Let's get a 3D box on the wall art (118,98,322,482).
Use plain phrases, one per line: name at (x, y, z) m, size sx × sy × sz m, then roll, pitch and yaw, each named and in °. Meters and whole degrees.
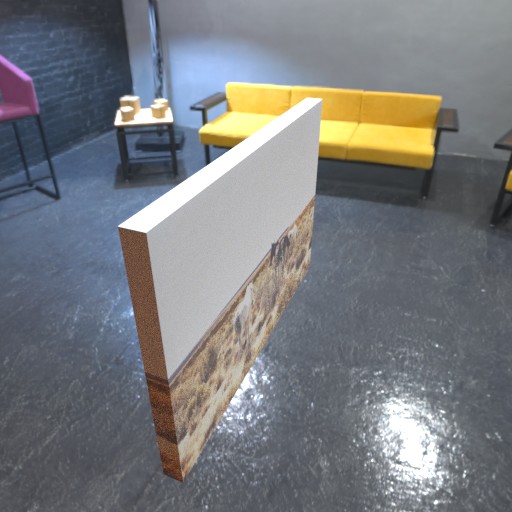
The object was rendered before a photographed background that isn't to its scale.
wall art at (0.000, 0.000, 1.154) m, size 0.050 × 0.610 × 0.914 m, roll 13°, pitch 34°, yaw 19°
